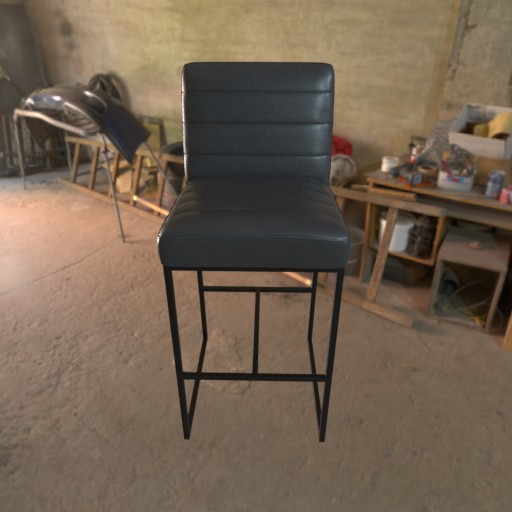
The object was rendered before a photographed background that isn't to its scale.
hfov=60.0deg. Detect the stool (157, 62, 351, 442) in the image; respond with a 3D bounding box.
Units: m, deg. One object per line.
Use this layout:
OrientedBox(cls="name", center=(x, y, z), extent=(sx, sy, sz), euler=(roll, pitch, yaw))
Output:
OrientedBox(cls="stool", center=(0.000, 0.000, 1.344), extent=(0.457, 1.040, 0.552), euler=(1, 29, 1))
